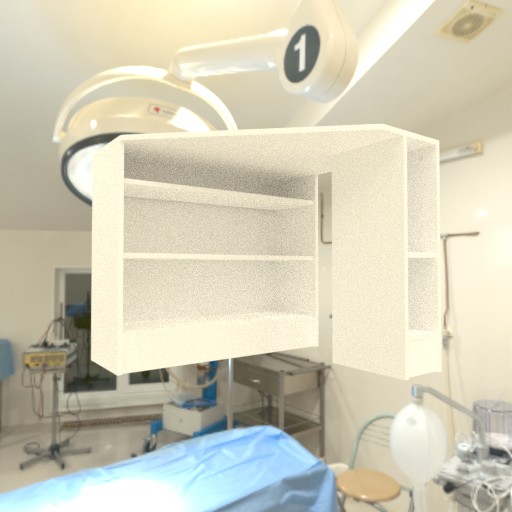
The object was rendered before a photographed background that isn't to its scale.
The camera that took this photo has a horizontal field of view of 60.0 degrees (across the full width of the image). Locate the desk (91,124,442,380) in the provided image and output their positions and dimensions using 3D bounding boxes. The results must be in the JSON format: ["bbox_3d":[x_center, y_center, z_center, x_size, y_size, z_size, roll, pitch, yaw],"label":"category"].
[{"bbox_3d":[0.000,0.000,1.665,0.940,0.818,0.926,1,-2,-36],"label":"desk"}]
